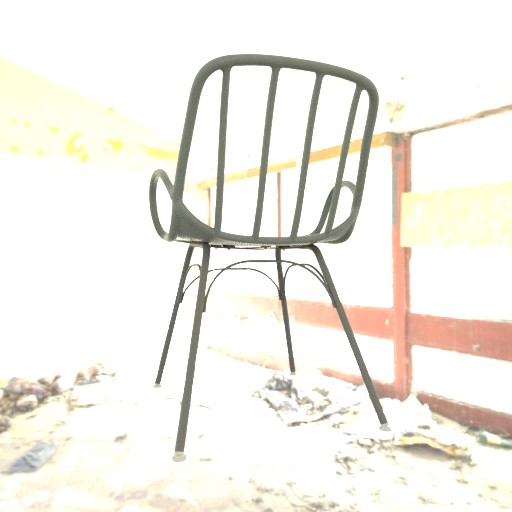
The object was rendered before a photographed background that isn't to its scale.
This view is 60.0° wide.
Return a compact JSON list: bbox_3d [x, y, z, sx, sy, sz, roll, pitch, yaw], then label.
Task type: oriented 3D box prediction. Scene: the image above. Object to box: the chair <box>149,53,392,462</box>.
[{"bbox_3d":[0.000,0.000,1.190,0.549,0.816,0.597,0,0,-18],"label":"chair"}]
